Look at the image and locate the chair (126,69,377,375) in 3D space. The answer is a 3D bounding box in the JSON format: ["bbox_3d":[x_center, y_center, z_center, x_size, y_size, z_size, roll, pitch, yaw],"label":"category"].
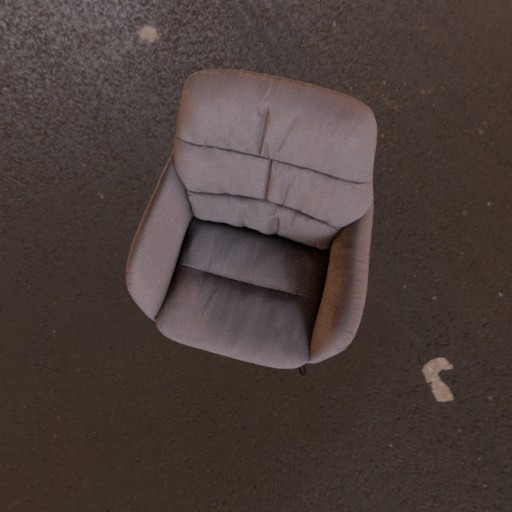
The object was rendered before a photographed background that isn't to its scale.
[{"bbox_3d":[0.000,0.000,1.237,0.579,0.888,0.569,14,75,4],"label":"chair"}]
